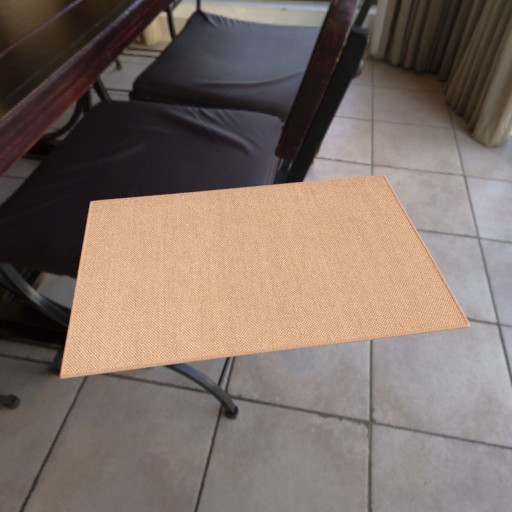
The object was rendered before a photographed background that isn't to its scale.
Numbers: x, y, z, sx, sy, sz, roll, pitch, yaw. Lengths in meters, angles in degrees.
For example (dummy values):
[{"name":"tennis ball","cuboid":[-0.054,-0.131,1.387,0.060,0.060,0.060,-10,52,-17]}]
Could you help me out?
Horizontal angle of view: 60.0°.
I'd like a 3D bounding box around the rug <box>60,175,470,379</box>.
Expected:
[{"name":"rug","cuboid":[0.000,0.000,2.140,1.676,0.013,1.067,-6,47,-6]}]
